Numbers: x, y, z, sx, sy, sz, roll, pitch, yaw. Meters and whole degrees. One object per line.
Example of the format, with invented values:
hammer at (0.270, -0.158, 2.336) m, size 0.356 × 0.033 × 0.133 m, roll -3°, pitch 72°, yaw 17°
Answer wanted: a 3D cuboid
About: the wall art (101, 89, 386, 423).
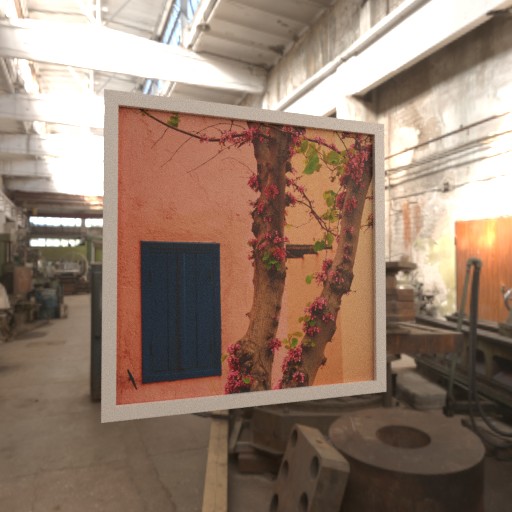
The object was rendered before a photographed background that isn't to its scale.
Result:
wall art at (0.000, 0.000, 0.776) m, size 0.507 × 0.508 × 0.038 m, roll 1°, pitch -2°, yaw -19°
